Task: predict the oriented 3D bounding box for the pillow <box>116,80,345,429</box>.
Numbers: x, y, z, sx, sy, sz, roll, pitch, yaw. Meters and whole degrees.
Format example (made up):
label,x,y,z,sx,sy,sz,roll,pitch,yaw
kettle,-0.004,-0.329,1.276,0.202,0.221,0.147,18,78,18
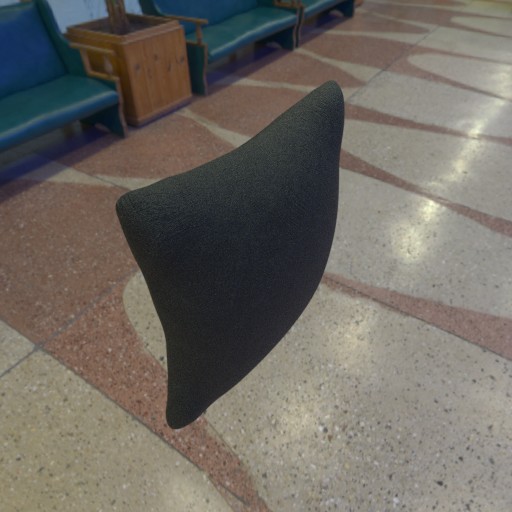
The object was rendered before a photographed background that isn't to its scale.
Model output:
label,x,y,z,sx,sy,sz,roll,pitch,yaw
pillow,0.000,0.000,0.826,0.210,0.523,0.533,25,47,26
